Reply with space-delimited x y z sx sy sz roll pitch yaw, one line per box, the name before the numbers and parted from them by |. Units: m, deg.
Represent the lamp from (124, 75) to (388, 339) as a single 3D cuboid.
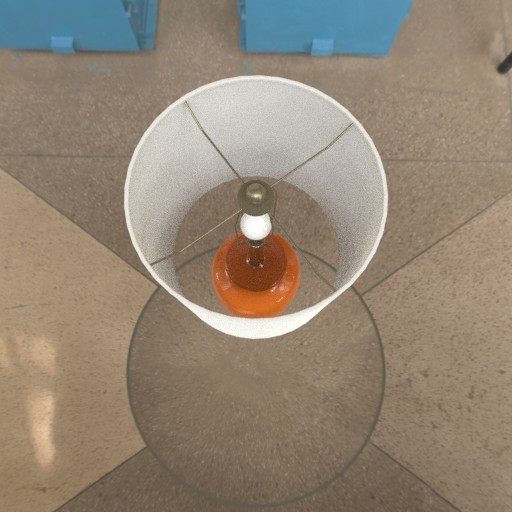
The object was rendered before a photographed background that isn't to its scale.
lamp | 0.000 0.000 1.124 0.418 0.871 0.418 2 76 0
